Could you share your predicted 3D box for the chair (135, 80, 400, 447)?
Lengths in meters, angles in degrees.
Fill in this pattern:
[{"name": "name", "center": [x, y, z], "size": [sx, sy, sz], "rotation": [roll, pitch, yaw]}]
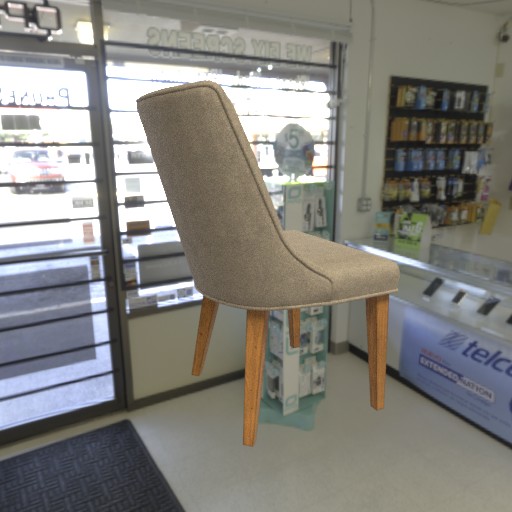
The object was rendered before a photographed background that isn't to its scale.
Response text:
[{"name": "chair", "center": [0.000, 0.000, 1.321], "size": [0.636, 0.916, 0.548], "rotation": [-7, 16, -26]}]
